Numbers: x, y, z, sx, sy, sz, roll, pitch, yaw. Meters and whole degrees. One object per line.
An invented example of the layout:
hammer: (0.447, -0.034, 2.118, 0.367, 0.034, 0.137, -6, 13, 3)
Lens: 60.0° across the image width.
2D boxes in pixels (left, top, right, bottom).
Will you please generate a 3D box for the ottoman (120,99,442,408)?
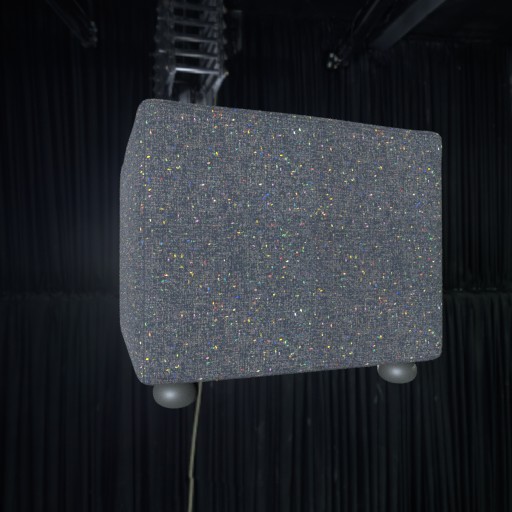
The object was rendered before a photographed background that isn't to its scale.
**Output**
ottoman: (0.000, 0.000, 0.883, 0.508, 0.432, 0.508, 0, -1, -20)
